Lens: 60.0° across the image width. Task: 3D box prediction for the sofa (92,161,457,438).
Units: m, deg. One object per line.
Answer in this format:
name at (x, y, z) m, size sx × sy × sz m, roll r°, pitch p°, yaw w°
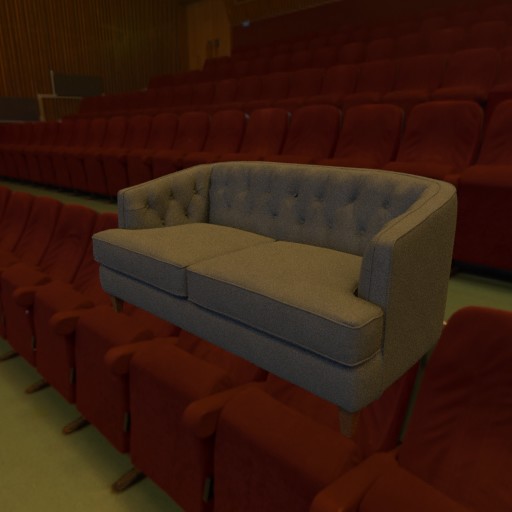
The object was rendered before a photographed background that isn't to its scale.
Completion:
sofa at (0.000, 0.000, 2.230) m, size 1.733 × 0.855 × 0.941 m, roll 15°, pitch 22°, yaw 42°
